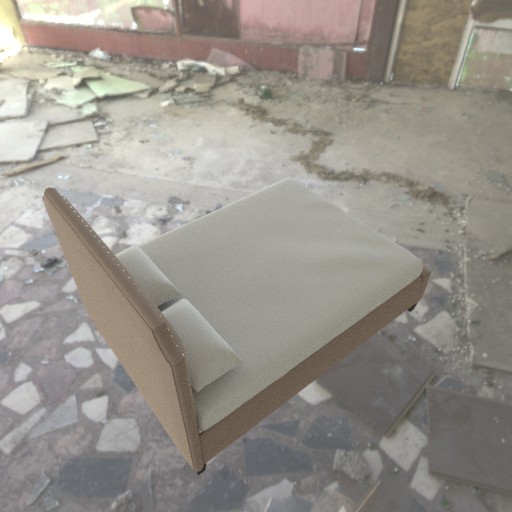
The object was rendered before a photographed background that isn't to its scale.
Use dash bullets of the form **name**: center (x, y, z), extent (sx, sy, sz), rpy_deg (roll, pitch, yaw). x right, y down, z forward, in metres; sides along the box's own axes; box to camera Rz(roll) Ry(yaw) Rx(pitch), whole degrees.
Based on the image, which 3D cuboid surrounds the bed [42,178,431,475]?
- **bed**: center (0.000, 0.000, 3.402), extent (2.372, 1.443, 1.713), rpy_deg (-28, 49, -27)
